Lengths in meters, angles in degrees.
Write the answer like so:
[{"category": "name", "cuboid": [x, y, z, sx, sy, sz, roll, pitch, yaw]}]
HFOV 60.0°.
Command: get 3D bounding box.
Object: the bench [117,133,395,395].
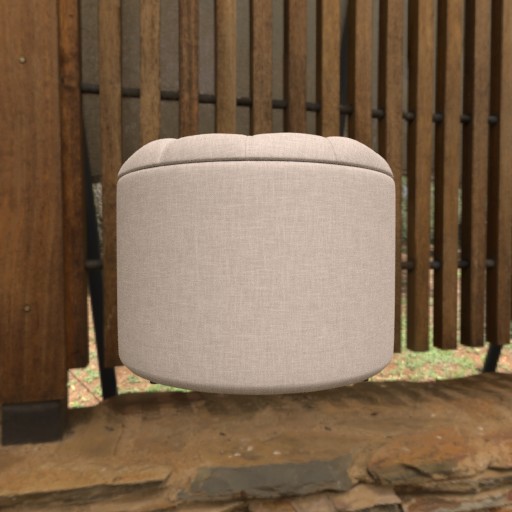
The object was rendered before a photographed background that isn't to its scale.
[{"category": "bench", "cuboid": [0.000, 0.000, 1.001, 0.600, 0.453, 0.600, 0, 1, 0]}]
